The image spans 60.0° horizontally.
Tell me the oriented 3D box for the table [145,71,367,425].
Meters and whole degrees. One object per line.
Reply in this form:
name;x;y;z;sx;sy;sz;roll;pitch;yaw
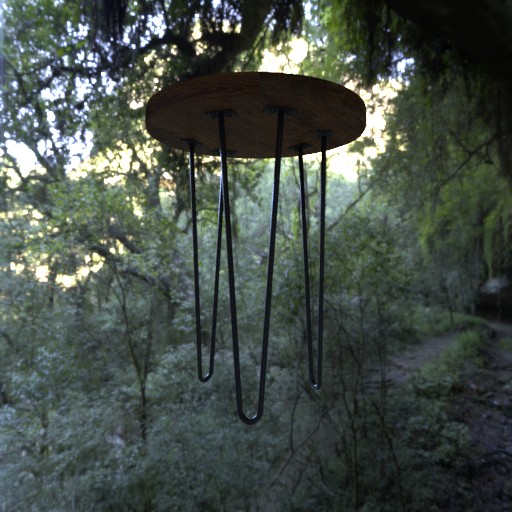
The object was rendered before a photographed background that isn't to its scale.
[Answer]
table;0.000;0.000;0.822;0.400;0.520;0.400;0;0;0
